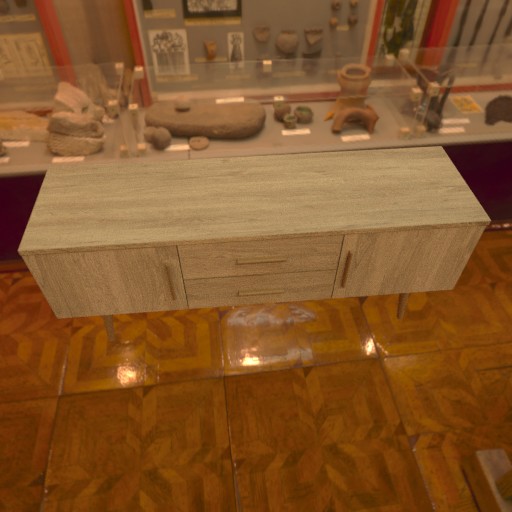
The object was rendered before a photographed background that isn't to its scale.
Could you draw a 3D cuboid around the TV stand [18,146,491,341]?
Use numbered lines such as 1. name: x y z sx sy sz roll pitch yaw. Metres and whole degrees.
1. TV stand: 0.000 0.000 1.555 1.313 0.565 0.401 -4 47 -4
